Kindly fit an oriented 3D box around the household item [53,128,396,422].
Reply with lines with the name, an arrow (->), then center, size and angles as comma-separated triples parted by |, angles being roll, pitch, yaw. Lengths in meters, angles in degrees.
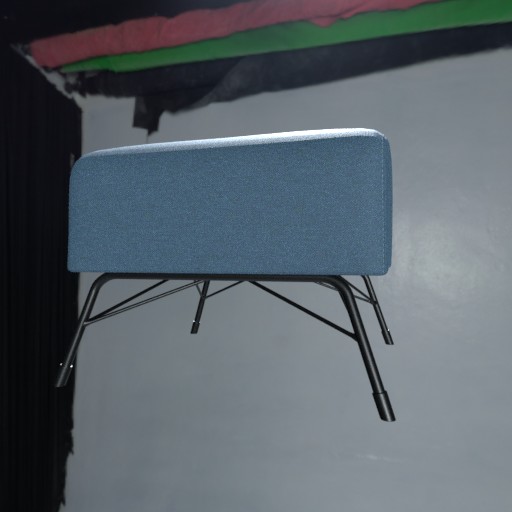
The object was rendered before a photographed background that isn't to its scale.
household item -> 0.000, 0.000, 0.888 | 0.530, 0.420, 0.530 | 0, 0, 17
